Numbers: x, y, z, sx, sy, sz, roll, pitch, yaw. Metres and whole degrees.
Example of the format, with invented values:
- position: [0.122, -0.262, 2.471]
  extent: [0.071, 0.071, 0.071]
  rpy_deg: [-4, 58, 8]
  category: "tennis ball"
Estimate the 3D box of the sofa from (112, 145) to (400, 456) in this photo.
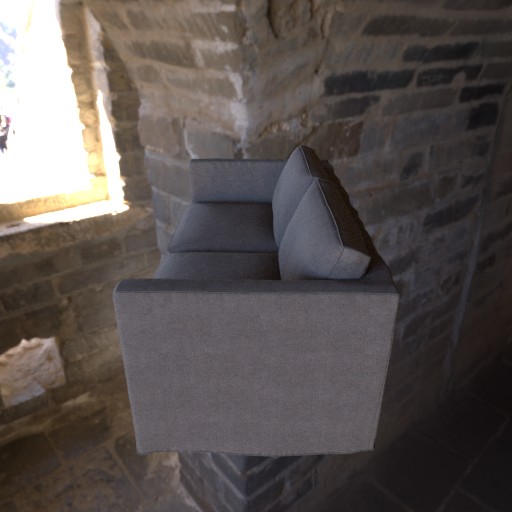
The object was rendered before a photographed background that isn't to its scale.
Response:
- position: [0.000, 0.000, 2.337]
  extent: [0.974, 0.854, 1.802]
  rpy_deg: [0, 26, 1]
  category: "sofa"
